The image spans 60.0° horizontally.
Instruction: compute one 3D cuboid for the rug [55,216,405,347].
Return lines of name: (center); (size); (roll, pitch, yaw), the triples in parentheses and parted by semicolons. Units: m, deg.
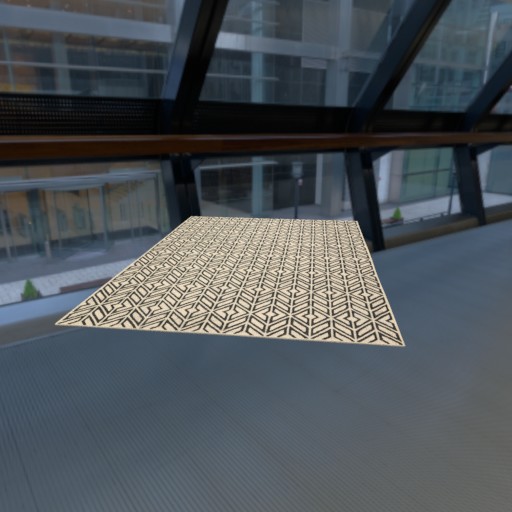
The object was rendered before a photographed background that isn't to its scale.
rug: (0.000, 0.000, 2.380); (1.220, 0.007, 1.828); (2, 18, 7)
